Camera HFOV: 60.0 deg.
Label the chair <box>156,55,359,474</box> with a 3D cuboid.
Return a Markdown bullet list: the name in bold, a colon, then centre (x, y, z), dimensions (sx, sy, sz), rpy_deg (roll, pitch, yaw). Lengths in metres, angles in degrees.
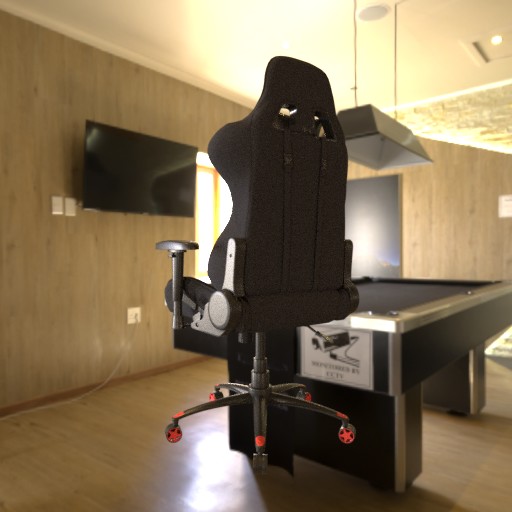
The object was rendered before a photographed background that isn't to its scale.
- **chair**: centre (0.000, 0.000, 1.707), dimensions (0.695, 1.326, 0.658), rpy_deg (-1, 1, -36)
